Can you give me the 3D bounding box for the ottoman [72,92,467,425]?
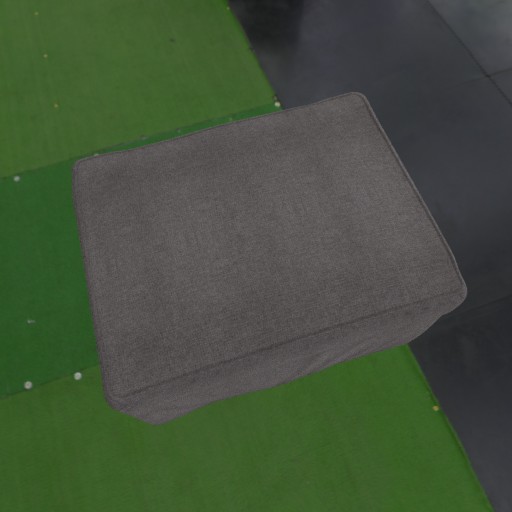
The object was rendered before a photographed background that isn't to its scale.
[{"bbox_3d":[0.000,0.000,1.232,0.833,0.492,0.652,-16,66,-7],"label":"ottoman"}]
